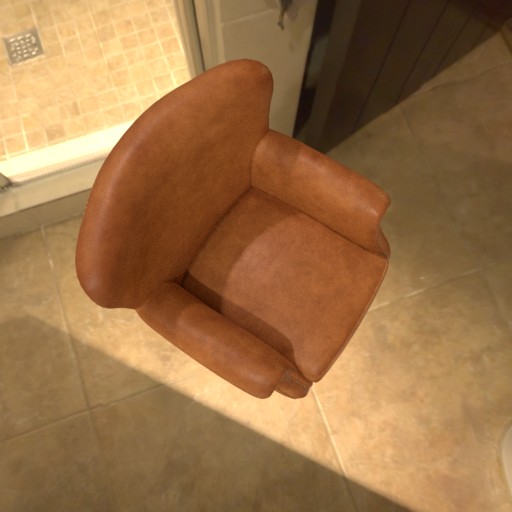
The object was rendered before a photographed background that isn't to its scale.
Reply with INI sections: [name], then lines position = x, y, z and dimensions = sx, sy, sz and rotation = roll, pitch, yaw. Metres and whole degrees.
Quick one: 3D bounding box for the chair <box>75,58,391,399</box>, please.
[chair]
position = 0.000, 0.000, 1.640
dimensions = 0.921, 0.936, 0.861
rotation = 33, 79, 7
